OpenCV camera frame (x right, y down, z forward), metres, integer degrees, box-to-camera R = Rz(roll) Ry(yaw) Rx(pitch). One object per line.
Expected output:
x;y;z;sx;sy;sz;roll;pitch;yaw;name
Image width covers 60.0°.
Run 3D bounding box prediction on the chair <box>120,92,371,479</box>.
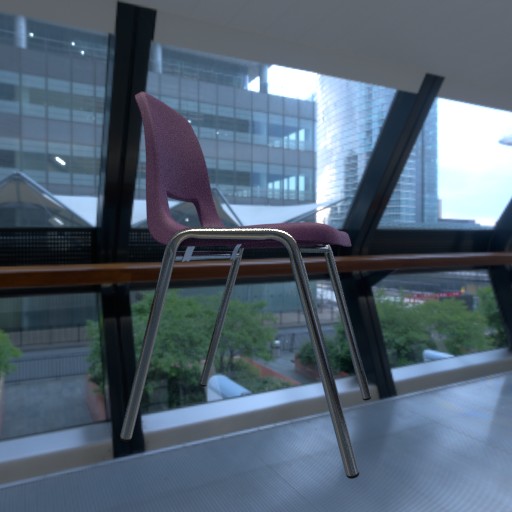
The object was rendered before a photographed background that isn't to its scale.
0.000;0.000;0.889;0.432;0.654;0.381;0;0;17;chair
